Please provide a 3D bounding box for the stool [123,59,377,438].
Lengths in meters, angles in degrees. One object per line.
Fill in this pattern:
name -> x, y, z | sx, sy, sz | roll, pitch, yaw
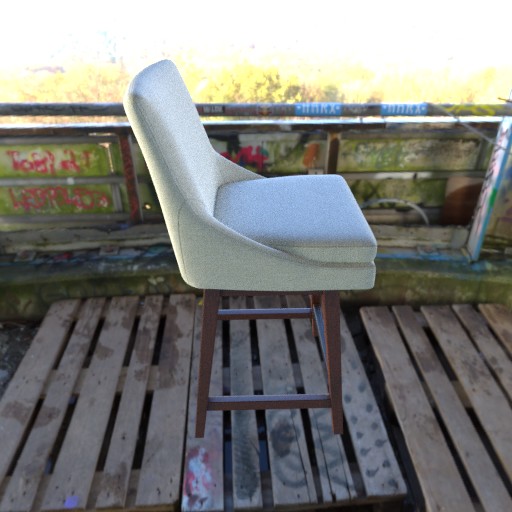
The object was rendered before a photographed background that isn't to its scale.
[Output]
stool -> 0.000, 0.000, 1.268 | 0.559, 0.991, 0.469 | -1, 32, -1
